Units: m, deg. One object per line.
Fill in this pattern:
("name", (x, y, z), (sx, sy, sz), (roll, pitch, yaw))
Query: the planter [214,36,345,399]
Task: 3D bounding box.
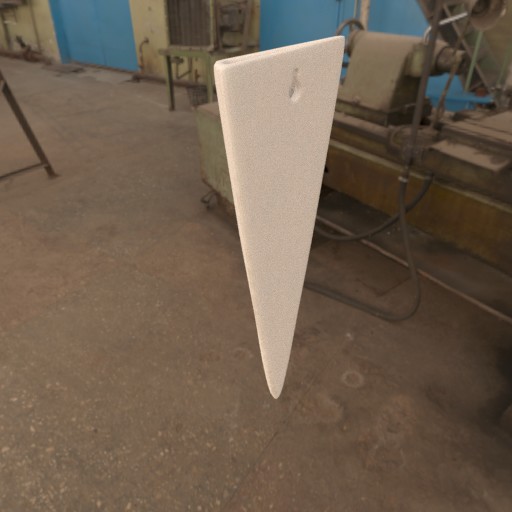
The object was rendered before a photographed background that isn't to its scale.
("planter", (0.000, 0.000, 0.387), (0.065, 0.338, 0.143), (22, 40, 29))
